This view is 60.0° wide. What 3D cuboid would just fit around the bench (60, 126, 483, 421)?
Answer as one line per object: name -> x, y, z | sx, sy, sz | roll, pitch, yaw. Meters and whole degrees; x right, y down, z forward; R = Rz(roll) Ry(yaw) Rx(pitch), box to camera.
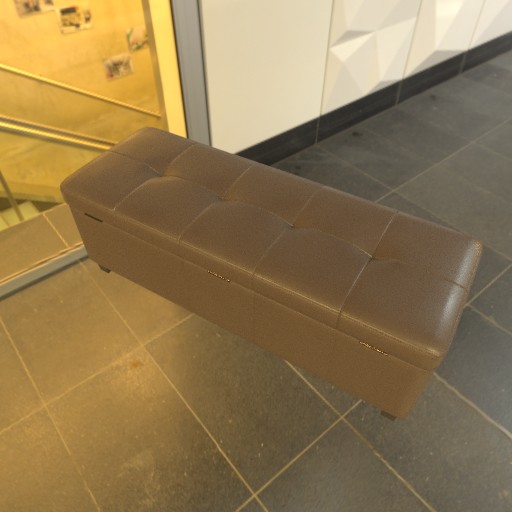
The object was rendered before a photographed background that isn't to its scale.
bench -> 0.000, 0.000, 1.440 | 1.219, 0.417, 0.450 | 23, 50, 21
